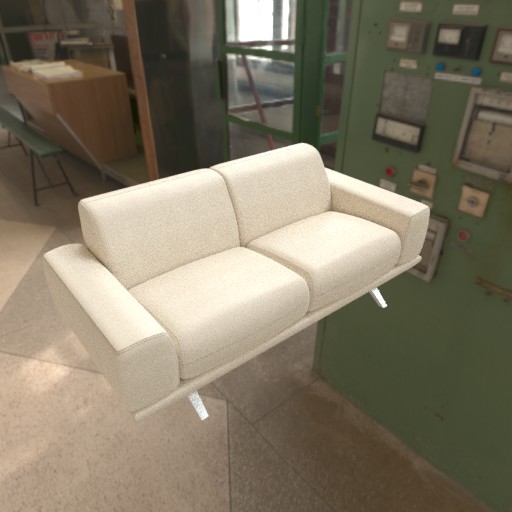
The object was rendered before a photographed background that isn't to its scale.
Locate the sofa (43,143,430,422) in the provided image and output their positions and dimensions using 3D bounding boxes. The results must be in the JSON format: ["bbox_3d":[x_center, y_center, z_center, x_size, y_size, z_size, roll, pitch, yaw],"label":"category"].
[{"bbox_3d":[0.000,0.000,2.363,1.901,0.772,0.900,-23,38,-33],"label":"sofa"}]
